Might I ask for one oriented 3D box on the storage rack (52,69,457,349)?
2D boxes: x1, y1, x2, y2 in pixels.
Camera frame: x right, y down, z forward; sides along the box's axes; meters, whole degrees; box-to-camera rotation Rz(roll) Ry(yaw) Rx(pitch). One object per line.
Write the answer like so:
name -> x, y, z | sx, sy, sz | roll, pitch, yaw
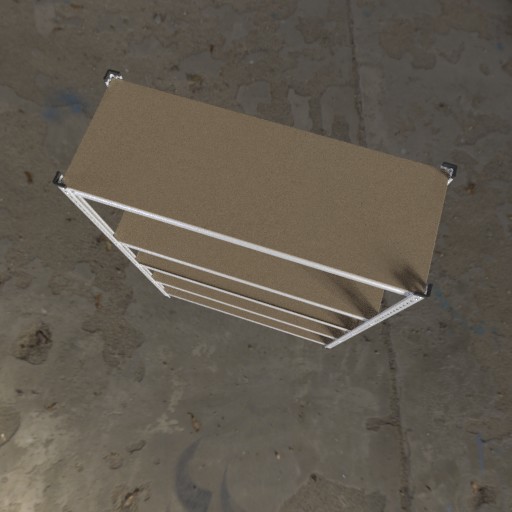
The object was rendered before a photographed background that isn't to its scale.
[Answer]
storage rack -> 0.000, 0.000, 2.291 | 1.219, 1.829, 0.457 | 17, 74, 5
